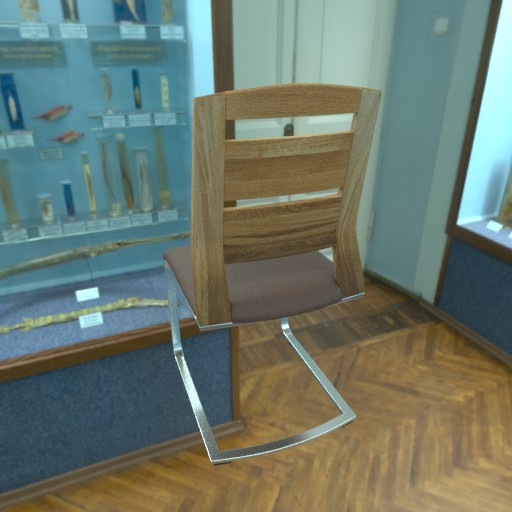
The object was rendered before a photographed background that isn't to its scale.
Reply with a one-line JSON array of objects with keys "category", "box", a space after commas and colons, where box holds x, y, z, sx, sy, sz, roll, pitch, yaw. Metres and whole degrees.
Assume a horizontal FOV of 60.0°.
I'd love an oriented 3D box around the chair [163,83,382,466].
[{"category": "chair", "box": [0.000, 0.000, 1.288, 0.460, 0.970, 0.570, -9, 27, -19]}]
